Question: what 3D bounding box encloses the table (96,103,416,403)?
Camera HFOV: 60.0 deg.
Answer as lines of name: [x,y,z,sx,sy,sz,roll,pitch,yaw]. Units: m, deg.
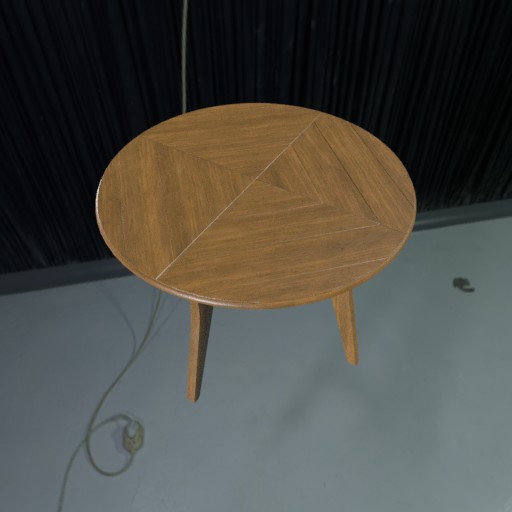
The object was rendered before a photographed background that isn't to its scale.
table: [0.000,0.000,1.766,1.055,0.757,1.055,0,47,0]
